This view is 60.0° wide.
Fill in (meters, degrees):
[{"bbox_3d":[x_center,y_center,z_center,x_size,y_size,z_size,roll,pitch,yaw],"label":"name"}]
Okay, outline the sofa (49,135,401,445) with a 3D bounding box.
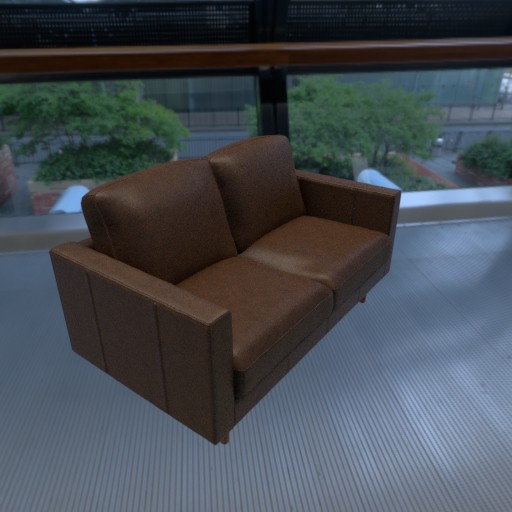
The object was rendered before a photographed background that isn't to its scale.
[{"bbox_3d":[0.000,0.000,2.195,0.909,0.951,1.578,19,32,32],"label":"sofa"}]
